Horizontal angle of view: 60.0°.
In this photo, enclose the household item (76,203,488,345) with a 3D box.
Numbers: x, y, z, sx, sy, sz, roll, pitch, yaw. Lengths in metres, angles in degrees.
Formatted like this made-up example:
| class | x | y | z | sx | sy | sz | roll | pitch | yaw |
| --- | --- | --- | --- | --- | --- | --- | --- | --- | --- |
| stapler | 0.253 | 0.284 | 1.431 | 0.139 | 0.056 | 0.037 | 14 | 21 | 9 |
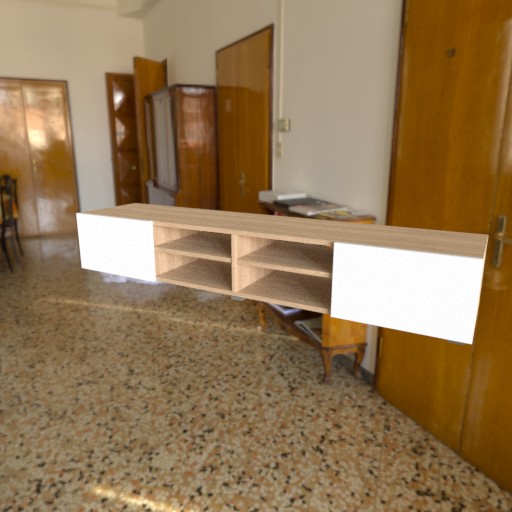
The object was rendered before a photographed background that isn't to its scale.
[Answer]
| class | x | y | z | sx | sy | sz | roll | pitch | yaw |
| --- | --- | --- | --- | --- | --- | --- | --- | --- | --- |
| household item | 0.000 | 0.000 | 2.032 | 1.850 | 0.310 | 0.420 | 8 | 17 | 28 |
